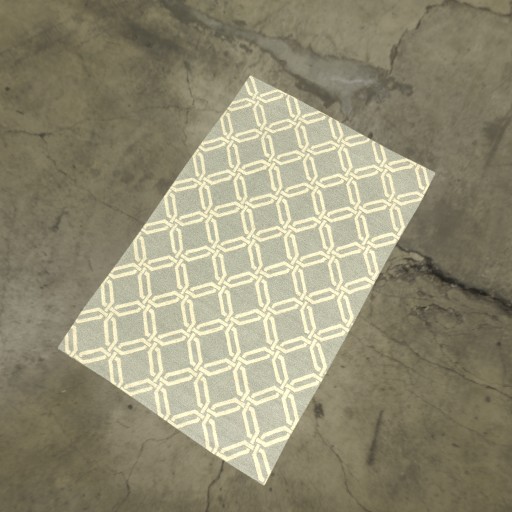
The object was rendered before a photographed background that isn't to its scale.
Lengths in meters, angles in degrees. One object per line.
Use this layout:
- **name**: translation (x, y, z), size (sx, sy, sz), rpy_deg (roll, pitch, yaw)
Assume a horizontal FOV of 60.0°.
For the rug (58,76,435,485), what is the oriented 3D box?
- **rug**: translation (0.000, 0.000, 2.201), size (1.148, 0.010, 1.754), rpy_deg (30, 77, 8)
